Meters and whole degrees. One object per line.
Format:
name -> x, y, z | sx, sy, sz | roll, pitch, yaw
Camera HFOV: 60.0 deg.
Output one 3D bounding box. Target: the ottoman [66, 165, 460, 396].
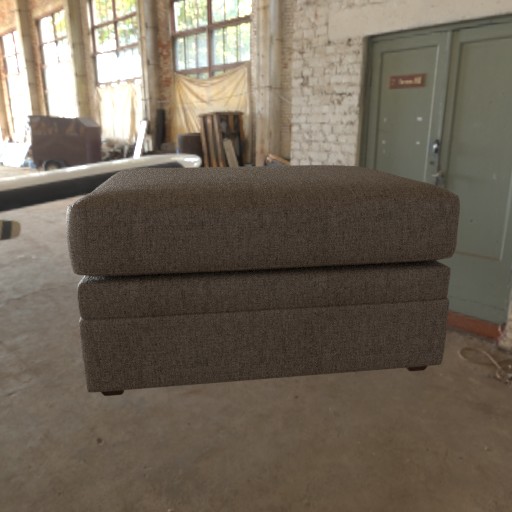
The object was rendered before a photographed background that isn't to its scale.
ottoman -> 0.000, 0.000, 1.260 | 0.885, 0.478, 0.637 | -2, 16, -8
